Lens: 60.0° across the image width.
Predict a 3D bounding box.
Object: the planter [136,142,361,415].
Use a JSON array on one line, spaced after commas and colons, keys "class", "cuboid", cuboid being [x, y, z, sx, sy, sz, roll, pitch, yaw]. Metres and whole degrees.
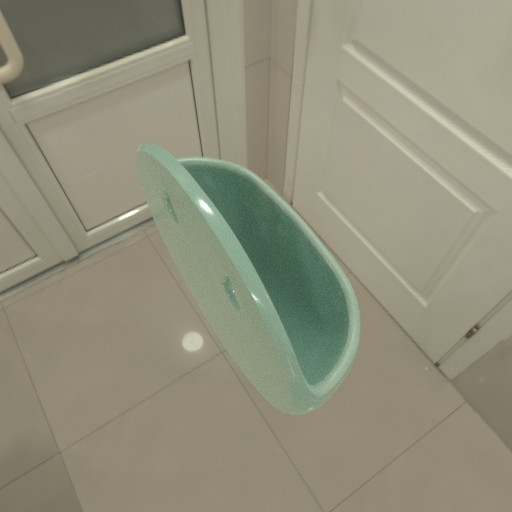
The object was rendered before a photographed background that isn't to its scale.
[{"class": "planter", "cuboid": [0.000, 0.000, 0.277, 0.073, 0.164, 0.189, -29, 63, -17]}]
